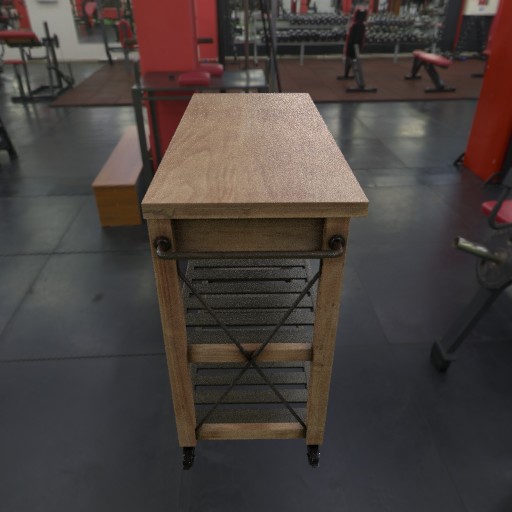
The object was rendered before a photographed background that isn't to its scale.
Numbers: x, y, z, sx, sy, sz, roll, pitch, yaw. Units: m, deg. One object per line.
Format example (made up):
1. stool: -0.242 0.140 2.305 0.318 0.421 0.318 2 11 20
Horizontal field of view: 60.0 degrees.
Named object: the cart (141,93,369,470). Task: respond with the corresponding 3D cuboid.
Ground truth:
1. cart: 0.000 0.000 0.973 0.298 0.554 0.686 -1 32 -1
